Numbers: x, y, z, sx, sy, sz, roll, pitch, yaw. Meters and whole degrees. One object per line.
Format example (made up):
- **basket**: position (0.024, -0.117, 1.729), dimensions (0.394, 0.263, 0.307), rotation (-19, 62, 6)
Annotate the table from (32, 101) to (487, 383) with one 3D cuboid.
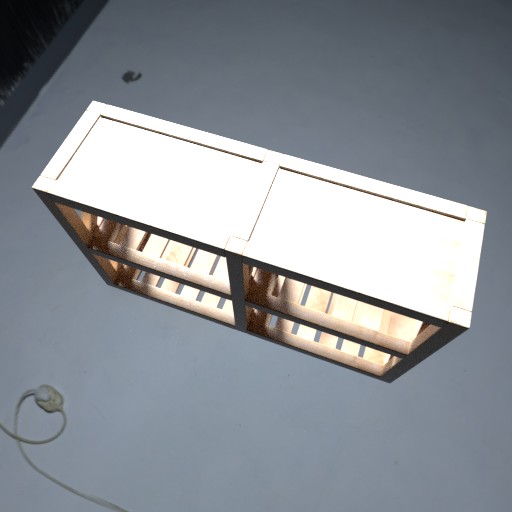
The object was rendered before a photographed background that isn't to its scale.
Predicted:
- **table**: position (0.000, 0.000, 1.662), dimensions (1.320, 0.762, 0.381), rotation (18, 65, 9)
